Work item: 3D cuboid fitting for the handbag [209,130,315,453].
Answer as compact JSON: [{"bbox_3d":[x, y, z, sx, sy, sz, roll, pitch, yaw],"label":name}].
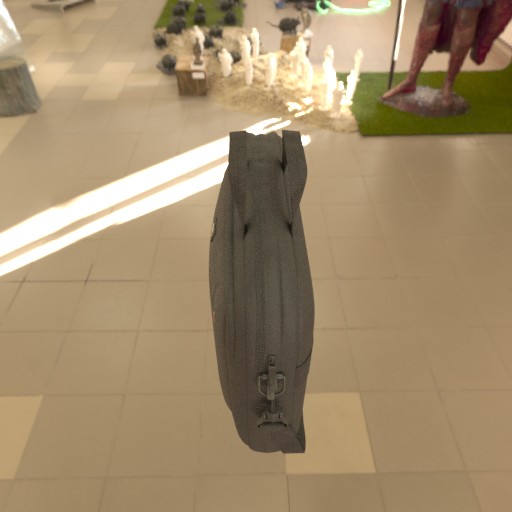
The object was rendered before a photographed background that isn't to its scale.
[{"bbox_3d":[0.000,0.000,0.430,0.089,0.244,0.320,-1,42,-1],"label":"handbag"}]
